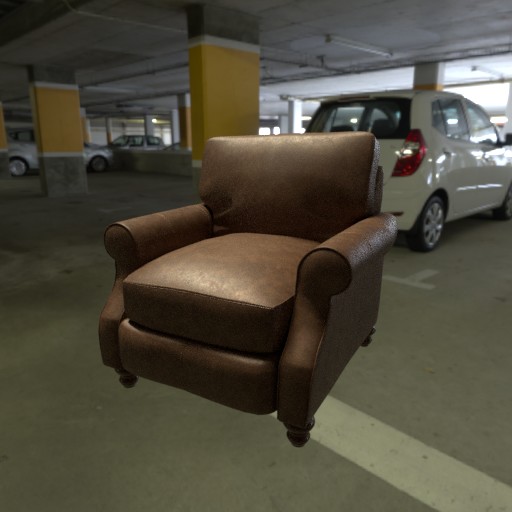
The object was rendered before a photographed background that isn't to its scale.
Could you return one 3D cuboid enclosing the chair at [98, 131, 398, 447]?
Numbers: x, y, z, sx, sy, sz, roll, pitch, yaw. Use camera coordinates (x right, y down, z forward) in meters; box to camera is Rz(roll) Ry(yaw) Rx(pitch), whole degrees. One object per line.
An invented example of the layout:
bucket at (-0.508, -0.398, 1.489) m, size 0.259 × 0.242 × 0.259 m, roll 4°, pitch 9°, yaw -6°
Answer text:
chair at (0.000, 0.000, 1.792) m, size 0.996 × 0.976 × 1.002 m, roll 8°, pitch 16°, yaw 27°
